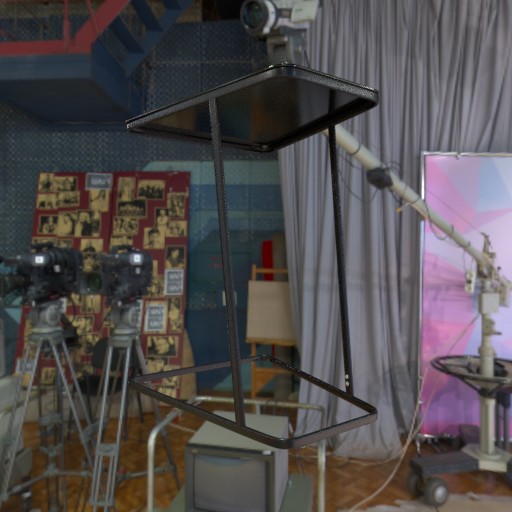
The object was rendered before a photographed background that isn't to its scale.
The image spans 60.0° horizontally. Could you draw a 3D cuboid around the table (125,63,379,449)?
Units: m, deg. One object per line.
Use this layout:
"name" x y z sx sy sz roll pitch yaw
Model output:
"table" 0.000 0.000 0.974 0.427 0.624 0.500 -1 1 -35
